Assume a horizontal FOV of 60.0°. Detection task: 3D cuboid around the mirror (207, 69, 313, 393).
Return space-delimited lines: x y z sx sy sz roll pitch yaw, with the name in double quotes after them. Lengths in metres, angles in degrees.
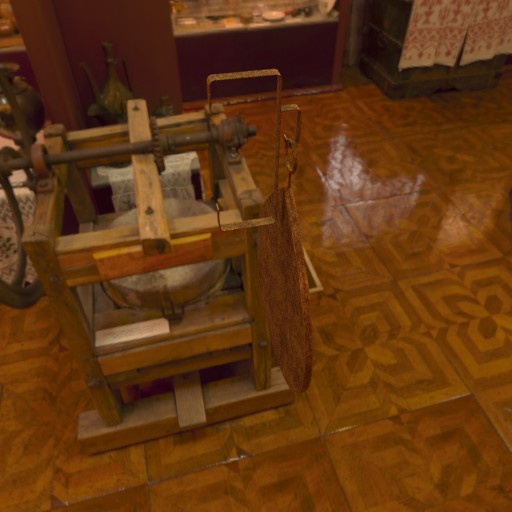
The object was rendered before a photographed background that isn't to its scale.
0.000 0.000 0.906 0.144 0.744 0.405 -9 45 -9 "mirror"
